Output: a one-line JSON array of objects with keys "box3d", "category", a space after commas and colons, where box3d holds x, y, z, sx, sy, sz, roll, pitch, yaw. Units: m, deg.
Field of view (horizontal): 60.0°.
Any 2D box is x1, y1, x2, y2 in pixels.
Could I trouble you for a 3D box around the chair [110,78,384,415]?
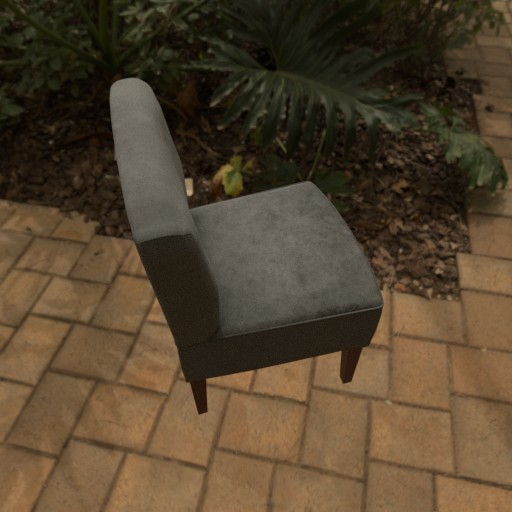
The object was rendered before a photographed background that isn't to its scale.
[{"box3d": [0.000, 0.000, 1.164, 0.554, 0.806, 0.521, -12, 49, -11], "category": "chair"}]
